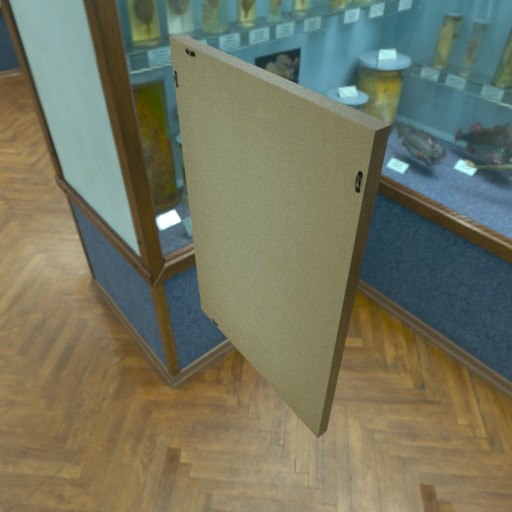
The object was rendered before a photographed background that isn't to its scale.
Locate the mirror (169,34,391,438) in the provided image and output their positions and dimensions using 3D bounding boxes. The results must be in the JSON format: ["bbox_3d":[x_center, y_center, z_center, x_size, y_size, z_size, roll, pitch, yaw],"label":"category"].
[{"bbox_3d":[0.000,0.000,1.130,0.040,0.915,0.609,-27,48,-27],"label":"mirror"}]
